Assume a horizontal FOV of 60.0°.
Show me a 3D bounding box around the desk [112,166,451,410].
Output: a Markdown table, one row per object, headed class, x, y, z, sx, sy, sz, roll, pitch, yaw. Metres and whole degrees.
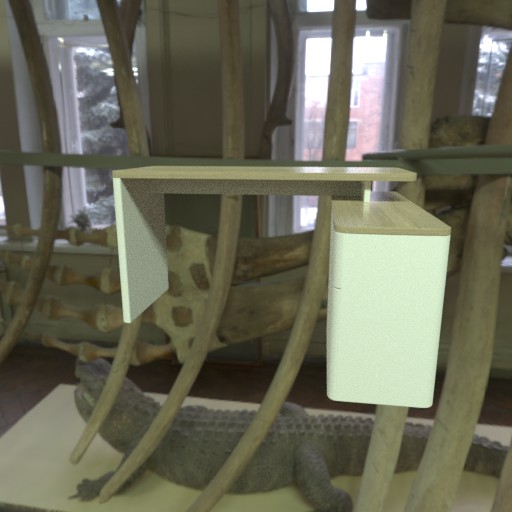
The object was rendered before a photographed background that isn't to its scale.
| class | x | y | z | sx | sy | sz | roll | pitch | yaw |
| --- | --- | --- | --- | --- | --- | --- | --- | --- | --- |
| desk | 0.000 | 0.000 | 2.075 | 1.400 | 0.770 | 1.175 | 2 | 14 | 8 |
